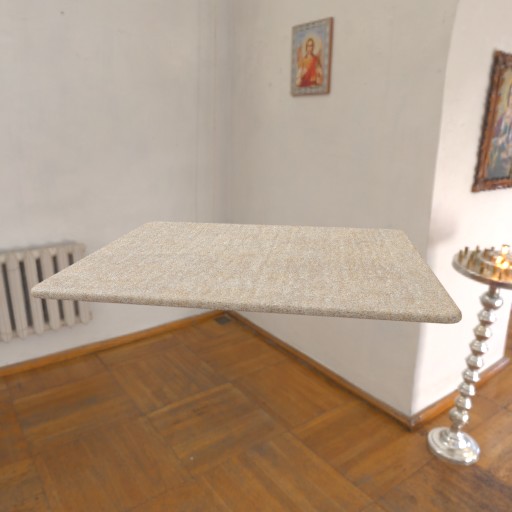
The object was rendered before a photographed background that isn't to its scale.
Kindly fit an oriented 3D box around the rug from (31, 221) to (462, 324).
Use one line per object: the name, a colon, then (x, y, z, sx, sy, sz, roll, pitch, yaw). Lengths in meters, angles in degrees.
rug: (0.000, 0.000, 3.437, 2.528, 0.048, 2.009, 3, 17, 8)
